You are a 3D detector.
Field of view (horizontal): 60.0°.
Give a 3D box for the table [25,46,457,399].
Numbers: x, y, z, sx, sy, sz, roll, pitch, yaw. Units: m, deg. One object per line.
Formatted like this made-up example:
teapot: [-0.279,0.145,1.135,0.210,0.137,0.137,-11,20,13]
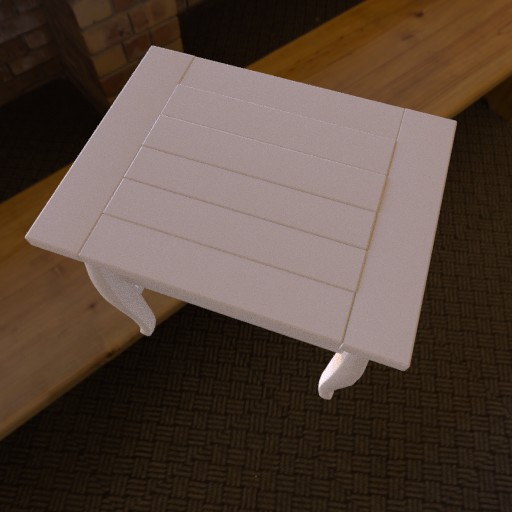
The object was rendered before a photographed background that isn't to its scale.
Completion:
table: [0.000,0.000,1.005,0.599,0.605,0.463,17,65,8]
